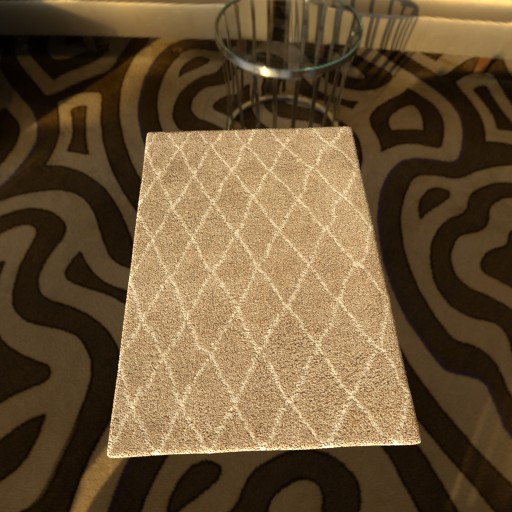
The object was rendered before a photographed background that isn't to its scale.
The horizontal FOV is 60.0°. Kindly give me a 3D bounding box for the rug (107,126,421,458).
[{"bbox_3d":[0.000,0.000,2.184,1.219,0.030,1.778,-2,58,-1],"label":"rug"}]
